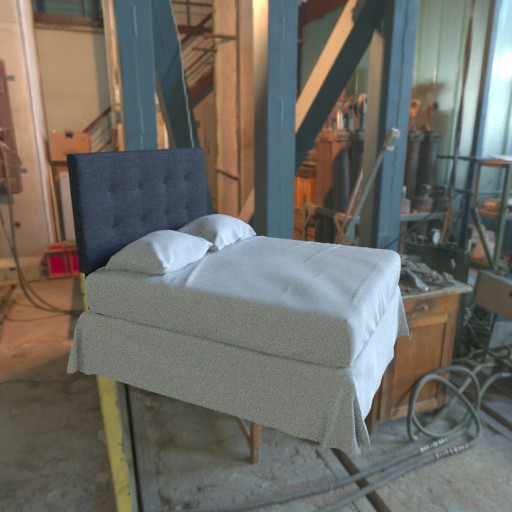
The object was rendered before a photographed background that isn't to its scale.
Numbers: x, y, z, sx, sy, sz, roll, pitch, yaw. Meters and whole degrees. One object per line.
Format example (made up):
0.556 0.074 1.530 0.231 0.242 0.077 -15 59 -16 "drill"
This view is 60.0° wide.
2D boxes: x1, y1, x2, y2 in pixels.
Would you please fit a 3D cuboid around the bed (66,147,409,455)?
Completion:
0.000 0.000 3.440 2.222 1.577 1.936 7 17 25 "bed"
